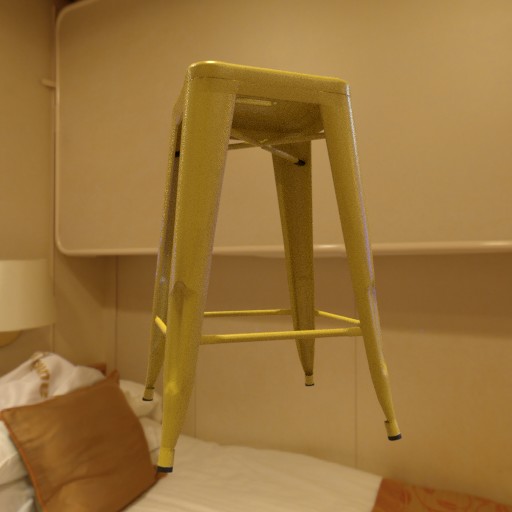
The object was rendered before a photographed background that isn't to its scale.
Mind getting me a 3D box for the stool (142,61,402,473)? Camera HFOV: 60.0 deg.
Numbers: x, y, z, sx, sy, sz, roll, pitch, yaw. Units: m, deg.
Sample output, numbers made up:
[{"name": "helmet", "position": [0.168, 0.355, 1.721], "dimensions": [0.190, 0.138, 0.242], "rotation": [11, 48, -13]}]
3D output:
[{"name": "stool", "position": [0.000, 0.000, 0.840], "dimensions": [0.399, 0.609, 0.359], "rotation": [0, -1, -18]}]
